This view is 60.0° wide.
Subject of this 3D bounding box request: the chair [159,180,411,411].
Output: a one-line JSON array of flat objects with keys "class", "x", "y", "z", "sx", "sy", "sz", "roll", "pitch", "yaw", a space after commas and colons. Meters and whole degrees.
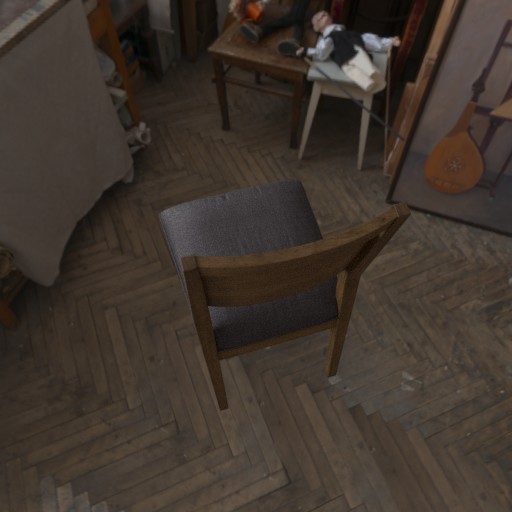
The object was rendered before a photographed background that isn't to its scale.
[{"class": "chair", "x": 0.000, "y": 0.000, "z": 1.309, "sx": 0.501, "sy": 0.939, "sz": 0.610, "roll": -14, "pitch": 58, "yaw": -9}]
